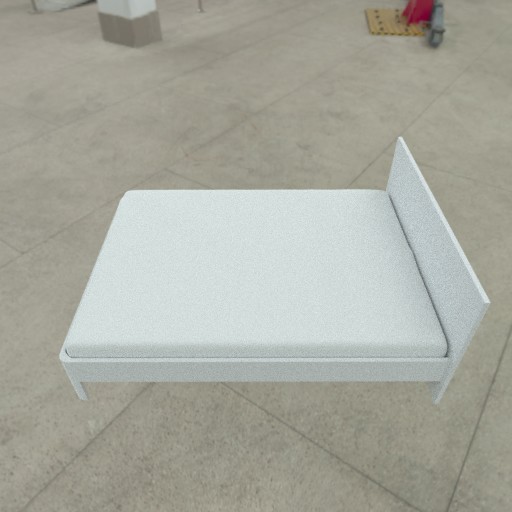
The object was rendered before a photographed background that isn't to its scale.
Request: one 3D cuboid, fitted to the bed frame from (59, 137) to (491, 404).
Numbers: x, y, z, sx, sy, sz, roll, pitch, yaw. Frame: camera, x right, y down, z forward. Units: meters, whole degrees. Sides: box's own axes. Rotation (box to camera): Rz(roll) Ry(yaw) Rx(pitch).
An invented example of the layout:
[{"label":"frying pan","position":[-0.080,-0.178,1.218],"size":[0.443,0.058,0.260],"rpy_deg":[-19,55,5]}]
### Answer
[{"label":"bed frame","position":[0.000,0.000,2.665],"size":[1.950,0.800,1.490],"rpy_deg":[0,42,0]}]
